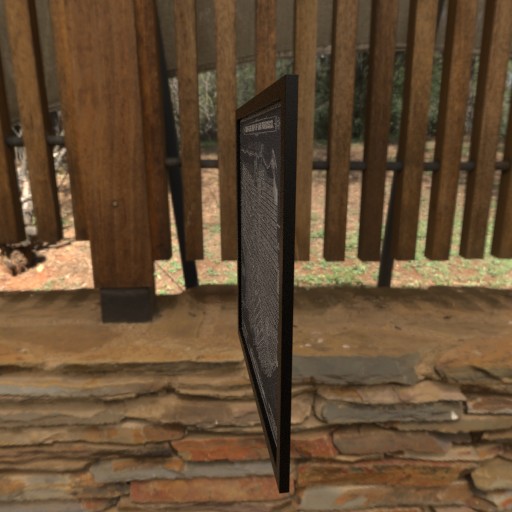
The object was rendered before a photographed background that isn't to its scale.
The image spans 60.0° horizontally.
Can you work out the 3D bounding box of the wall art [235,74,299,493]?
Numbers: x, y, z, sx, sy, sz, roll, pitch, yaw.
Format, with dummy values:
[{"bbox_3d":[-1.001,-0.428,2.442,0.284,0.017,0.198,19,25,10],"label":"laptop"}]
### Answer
[{"bbox_3d":[0.000,0.000,0.681,0.012,0.458,0.457,-2,14,-8],"label":"wall art"}]
